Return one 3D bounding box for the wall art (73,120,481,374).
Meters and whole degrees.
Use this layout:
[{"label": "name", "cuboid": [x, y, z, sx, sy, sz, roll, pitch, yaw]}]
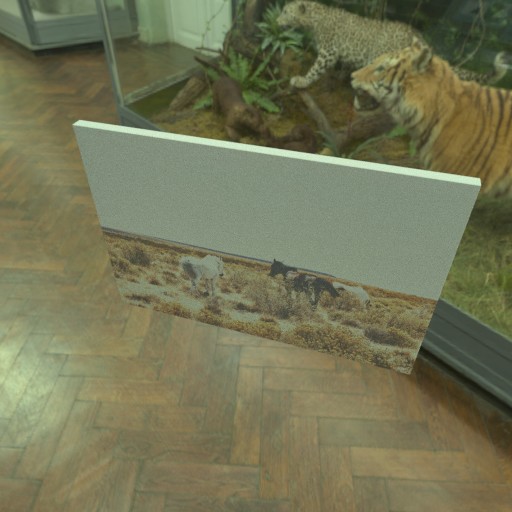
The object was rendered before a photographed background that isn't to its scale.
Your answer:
[{"label": "wall art", "cuboid": [0.000, 0.000, 1.932, 1.520, 1.016, 0.051, 12, 42, 13]}]
